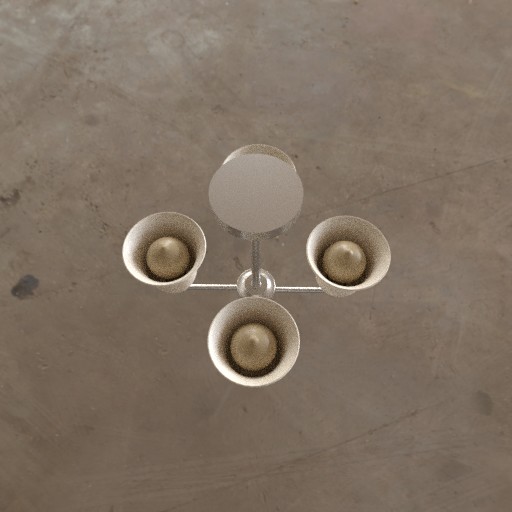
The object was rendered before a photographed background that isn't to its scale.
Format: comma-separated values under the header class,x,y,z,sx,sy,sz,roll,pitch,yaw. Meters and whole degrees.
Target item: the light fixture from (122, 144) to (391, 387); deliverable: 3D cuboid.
class,x,y,z,sx,sy,sz,roll,pitch,yaw
light fixture,0.000,0.000,0.727,0.427,0.370,0.427,1,64,1
